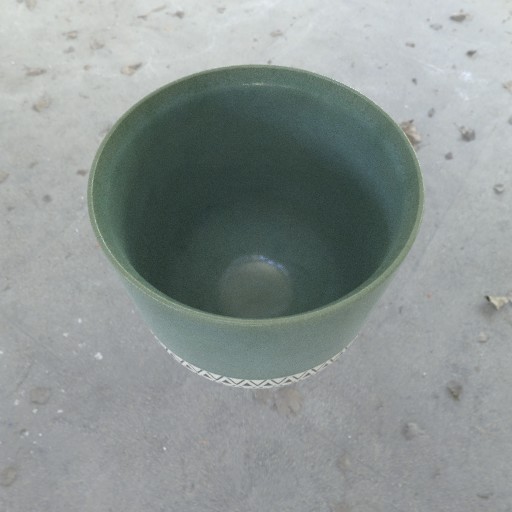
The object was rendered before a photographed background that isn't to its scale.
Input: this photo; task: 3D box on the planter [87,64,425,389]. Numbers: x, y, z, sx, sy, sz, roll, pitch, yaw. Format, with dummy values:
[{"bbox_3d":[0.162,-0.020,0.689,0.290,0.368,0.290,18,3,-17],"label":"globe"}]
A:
[{"bbox_3d":[0.000,0.000,0.469,0.266,0.270,0.266,0,59,0],"label":"planter"}]
